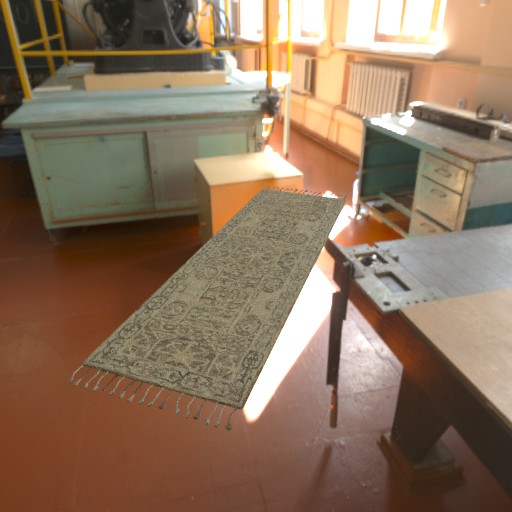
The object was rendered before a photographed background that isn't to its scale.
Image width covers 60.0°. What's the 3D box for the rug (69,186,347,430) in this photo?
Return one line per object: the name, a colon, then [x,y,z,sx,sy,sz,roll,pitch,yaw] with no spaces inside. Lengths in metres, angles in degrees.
rug: [0.000,0.000,2.846,0.762,0.011,2.664,10,29,17]
